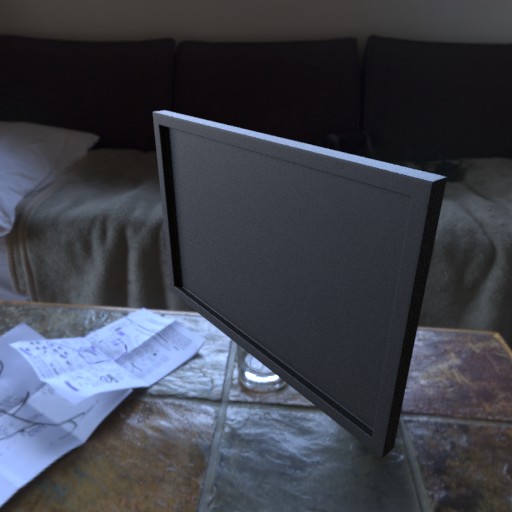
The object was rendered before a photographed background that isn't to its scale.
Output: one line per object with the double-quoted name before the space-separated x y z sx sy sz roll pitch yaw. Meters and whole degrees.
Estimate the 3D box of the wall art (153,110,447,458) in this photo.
"wall art" 0.000 0.000 0.559 0.021 0.301 0.443 -20 33 -35
